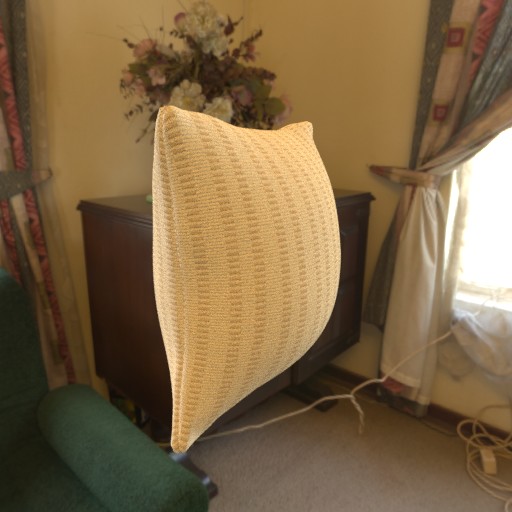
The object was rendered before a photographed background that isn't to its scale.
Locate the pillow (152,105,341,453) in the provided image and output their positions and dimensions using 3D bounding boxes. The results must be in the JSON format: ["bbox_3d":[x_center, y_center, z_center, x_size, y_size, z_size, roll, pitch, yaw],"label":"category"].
[{"bbox_3d":[0.000,0.000,0.691,0.247,0.419,0.438,7,16,26],"label":"pillow"}]
